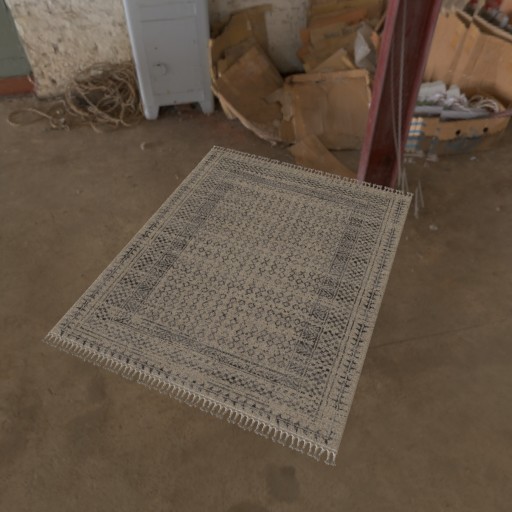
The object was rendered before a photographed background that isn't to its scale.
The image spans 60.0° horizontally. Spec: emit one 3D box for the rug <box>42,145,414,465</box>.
[{"bbox_3d":[0.000,0.000,3.970,2.312,0.013,2.940,17,49,16],"label":"rug"}]
